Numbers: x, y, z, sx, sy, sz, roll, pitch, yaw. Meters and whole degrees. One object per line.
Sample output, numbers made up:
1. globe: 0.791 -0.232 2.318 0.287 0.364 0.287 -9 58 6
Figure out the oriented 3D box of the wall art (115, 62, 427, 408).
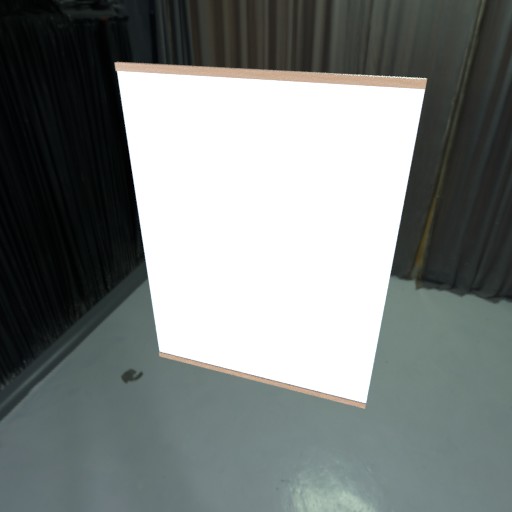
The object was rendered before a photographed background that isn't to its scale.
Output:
1. wall art: 0.000 0.000 1.298 0.758 1.016 0.013 10 33 16
